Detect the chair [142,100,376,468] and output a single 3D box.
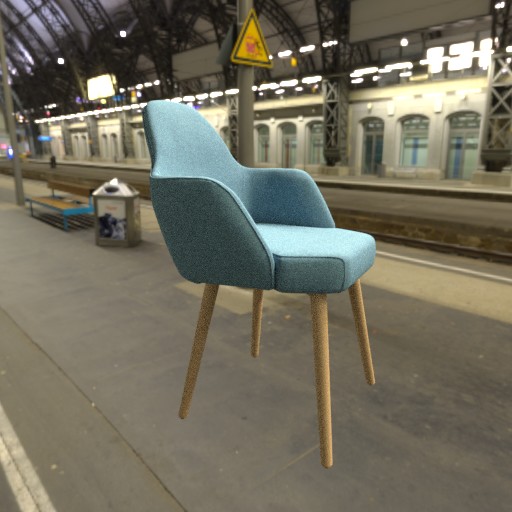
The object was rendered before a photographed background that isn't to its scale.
[{"bbox_3d":[0.000,0.000,1.343,0.666,0.920,0.589,7,15,27],"label":"chair"}]
